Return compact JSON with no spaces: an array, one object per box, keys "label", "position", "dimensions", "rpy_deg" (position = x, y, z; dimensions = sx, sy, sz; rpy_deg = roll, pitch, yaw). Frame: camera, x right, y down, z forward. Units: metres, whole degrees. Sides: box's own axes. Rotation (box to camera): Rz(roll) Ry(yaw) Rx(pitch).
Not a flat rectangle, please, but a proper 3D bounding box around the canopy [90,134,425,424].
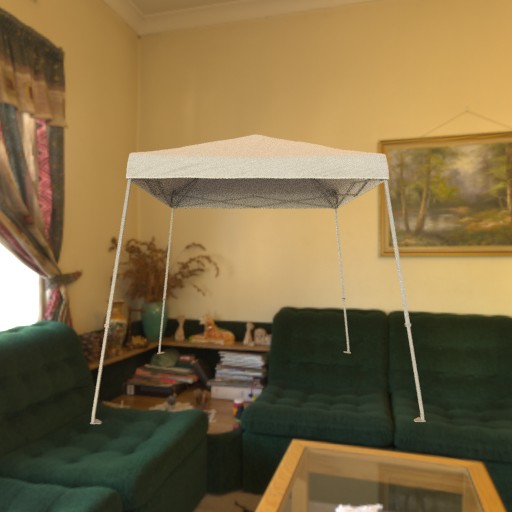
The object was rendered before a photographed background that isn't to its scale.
[{"label":"canopy","position":[0.000,0.000,6.561],"dimensions":[3.600,3.600,3.599],"rpy_deg":[0,0,-1]}]
